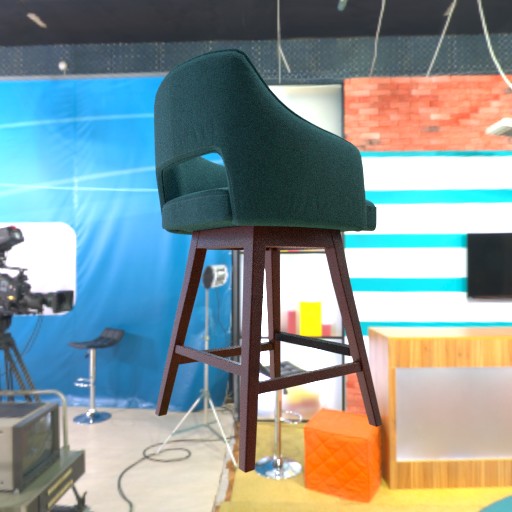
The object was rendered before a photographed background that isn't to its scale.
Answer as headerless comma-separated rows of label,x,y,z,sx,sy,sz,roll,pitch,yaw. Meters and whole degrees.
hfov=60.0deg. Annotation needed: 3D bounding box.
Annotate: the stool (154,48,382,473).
stool,0.000,0.000,1.289,0.556,0.961,0.548,1,-1,-37
